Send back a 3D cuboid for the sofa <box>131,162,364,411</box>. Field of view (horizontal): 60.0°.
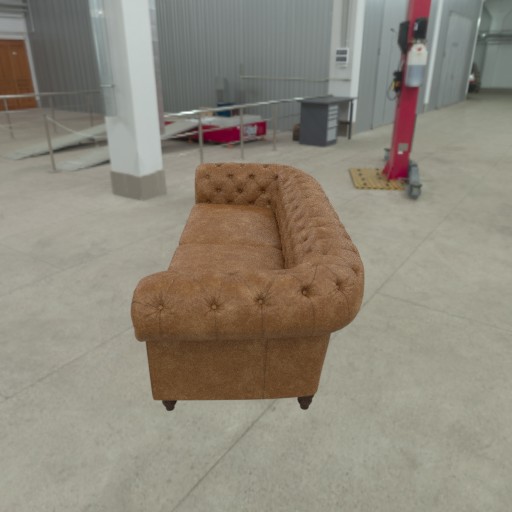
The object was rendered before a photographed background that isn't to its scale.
[{"bbox_3d":[0.000,0.000,2.807,0.989,0.760,2.365,0,24,-1],"label":"sofa"}]
